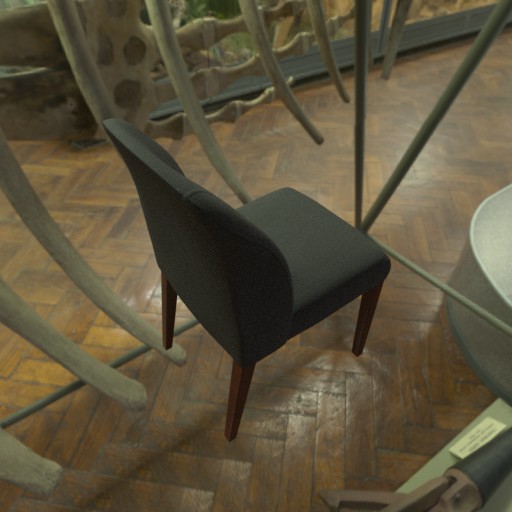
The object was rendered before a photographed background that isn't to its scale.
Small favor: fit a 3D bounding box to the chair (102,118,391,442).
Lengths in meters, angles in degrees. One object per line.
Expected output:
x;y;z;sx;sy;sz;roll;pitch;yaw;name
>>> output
0.000;0.000;1.245;0.619;0.879;0.506;-25;47;-26;chair
